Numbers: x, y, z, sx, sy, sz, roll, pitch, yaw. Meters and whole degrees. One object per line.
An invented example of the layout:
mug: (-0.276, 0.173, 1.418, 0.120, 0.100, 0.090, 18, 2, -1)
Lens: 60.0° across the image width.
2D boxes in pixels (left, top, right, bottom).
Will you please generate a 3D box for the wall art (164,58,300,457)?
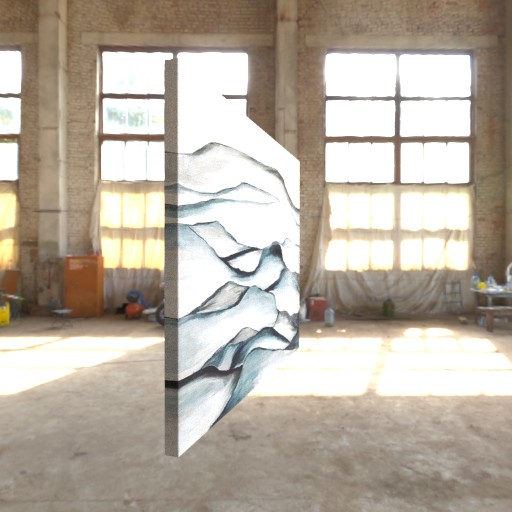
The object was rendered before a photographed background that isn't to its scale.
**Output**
wall art: (0.000, 0.000, 1.594, 0.039, 0.915, 1.219, 0, 1, 19)
